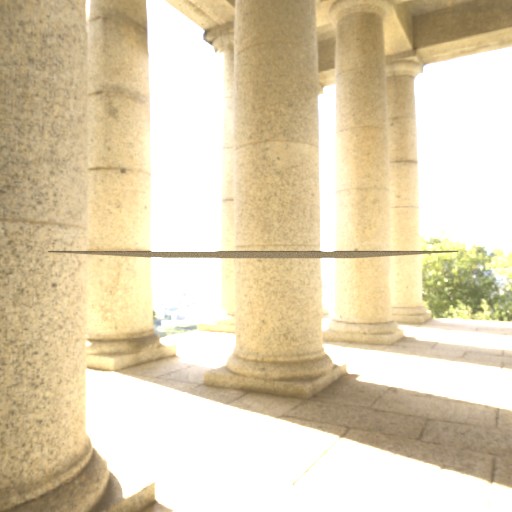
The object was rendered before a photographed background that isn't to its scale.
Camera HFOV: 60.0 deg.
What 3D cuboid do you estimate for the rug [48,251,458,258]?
[{"bbox_3d":[0.000,0.000,3.910,2.283,0.006,2.892,0,-1,1],"label":"rug"}]
